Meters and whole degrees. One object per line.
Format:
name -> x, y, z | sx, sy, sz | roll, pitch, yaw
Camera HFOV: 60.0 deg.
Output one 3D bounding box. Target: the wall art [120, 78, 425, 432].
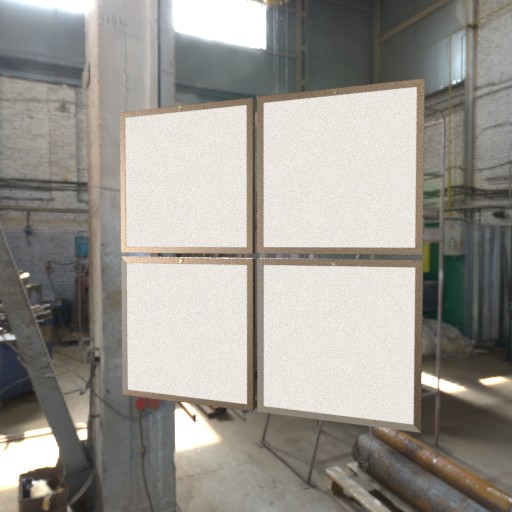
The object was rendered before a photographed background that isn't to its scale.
wall art -> 0.000, 0.000, 1.463 | 1.032, 1.032, 0.030 | 1, 2, 19
